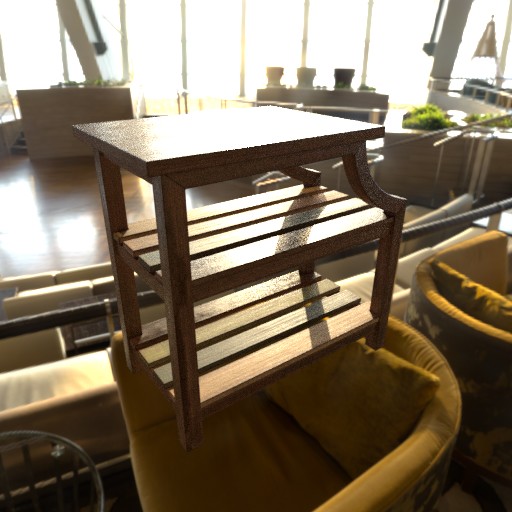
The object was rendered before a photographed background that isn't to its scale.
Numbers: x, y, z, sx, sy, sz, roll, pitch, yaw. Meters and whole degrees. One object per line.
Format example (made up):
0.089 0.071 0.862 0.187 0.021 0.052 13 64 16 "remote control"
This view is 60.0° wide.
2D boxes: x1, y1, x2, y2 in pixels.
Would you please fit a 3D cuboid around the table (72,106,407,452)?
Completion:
0.000 0.000 1.000 0.609 0.584 0.356 -17 31 -32 "table"
